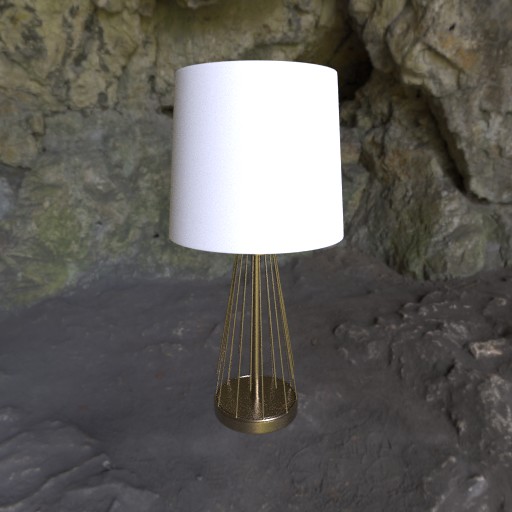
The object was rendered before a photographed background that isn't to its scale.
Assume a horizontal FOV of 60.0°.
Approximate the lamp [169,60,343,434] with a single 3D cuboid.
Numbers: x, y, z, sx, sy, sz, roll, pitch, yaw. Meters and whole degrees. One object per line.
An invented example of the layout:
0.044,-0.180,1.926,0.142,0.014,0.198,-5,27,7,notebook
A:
0.000,0.000,0.794,0.303,0.618,0.303,0,14,0,lamp
